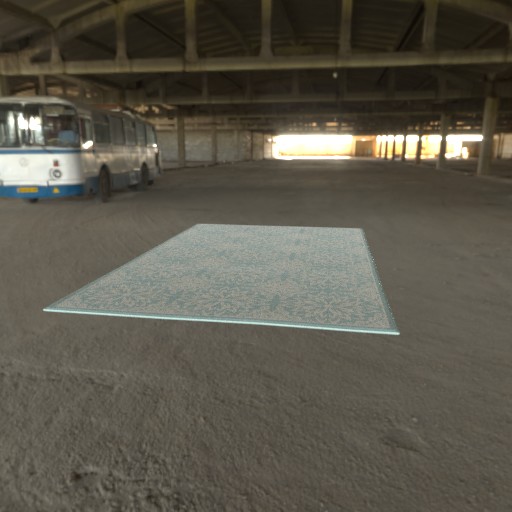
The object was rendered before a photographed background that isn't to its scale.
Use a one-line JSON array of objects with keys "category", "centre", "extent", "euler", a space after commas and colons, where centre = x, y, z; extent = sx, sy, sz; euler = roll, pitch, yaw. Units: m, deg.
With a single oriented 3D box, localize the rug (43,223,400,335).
[{"category": "rug", "centre": [0.000, 0.000, 2.349], "extent": [1.219, 0.012, 1.840], "euler": [2, 14, 10]}]
